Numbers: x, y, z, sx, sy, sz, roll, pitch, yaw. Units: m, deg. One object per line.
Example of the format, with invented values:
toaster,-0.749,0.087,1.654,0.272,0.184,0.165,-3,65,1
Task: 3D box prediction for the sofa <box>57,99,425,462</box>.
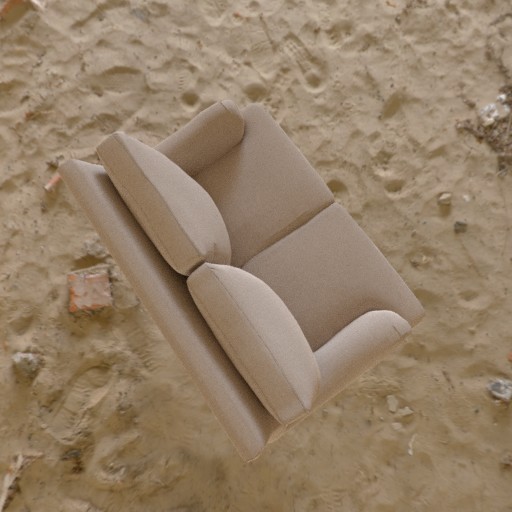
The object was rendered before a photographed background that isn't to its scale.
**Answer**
sofa,0.000,0.000,2.255,1.087,1.048,1.508,-34,78,-8
